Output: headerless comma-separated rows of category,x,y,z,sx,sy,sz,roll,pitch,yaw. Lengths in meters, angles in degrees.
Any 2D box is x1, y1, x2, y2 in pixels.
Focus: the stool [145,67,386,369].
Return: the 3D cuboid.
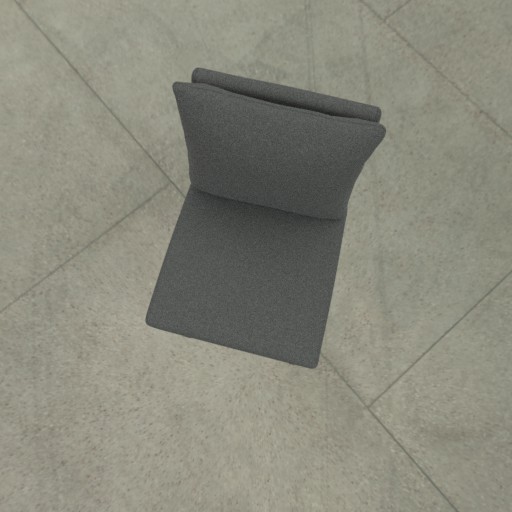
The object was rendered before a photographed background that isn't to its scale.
stool,0.000,0.000,1.333,0.463,1.030,0.569,14,76,3
